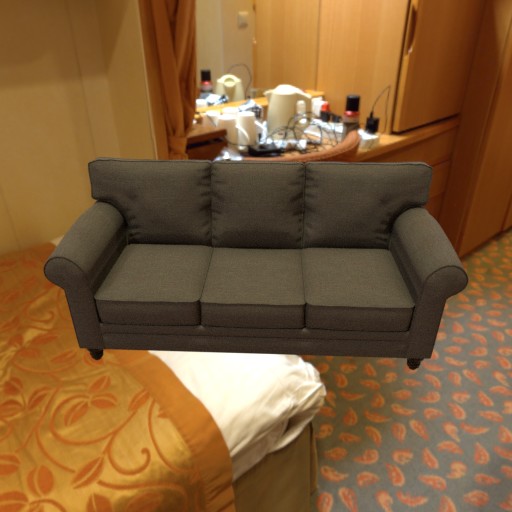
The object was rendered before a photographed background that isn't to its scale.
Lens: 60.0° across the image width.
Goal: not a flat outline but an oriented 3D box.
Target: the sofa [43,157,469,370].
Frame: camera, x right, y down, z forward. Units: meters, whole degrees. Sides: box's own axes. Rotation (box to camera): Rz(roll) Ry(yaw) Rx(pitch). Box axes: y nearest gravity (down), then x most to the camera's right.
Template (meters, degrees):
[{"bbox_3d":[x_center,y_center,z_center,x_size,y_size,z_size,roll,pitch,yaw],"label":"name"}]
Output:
[{"bbox_3d":[0.000,0.000,2.587,2.084,0.966,0.909,1,30,2],"label":"sofa"}]
